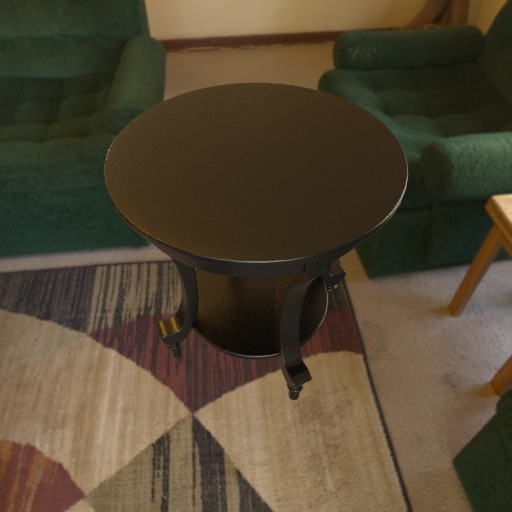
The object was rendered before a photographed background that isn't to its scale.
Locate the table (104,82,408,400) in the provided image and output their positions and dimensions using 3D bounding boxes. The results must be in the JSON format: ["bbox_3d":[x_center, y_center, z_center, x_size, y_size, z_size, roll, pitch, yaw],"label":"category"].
[{"bbox_3d":[0.000,0.000,1.117,0.597,0.618,0.597,0,47,0],"label":"table"}]
